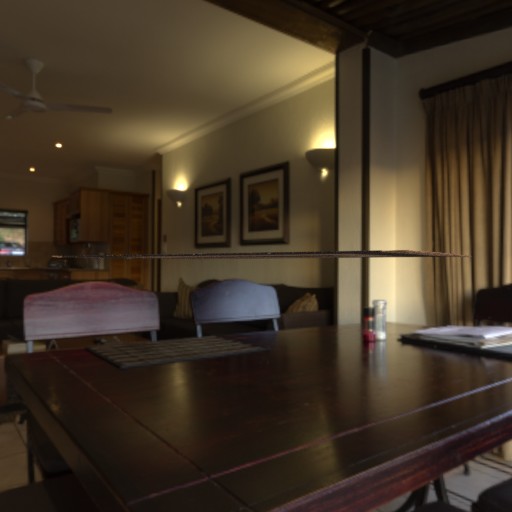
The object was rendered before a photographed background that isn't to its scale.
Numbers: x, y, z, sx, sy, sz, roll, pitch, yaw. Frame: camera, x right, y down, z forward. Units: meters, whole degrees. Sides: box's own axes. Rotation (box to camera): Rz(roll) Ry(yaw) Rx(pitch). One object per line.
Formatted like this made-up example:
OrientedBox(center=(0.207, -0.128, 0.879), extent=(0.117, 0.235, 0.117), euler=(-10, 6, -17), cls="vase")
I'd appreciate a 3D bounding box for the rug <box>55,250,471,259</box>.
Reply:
OrientedBox(center=(0.000, 0.000, 1.881), extent=(1.541, 0.013, 0.920), euler=(-1, -1, 34), cls="rug")
